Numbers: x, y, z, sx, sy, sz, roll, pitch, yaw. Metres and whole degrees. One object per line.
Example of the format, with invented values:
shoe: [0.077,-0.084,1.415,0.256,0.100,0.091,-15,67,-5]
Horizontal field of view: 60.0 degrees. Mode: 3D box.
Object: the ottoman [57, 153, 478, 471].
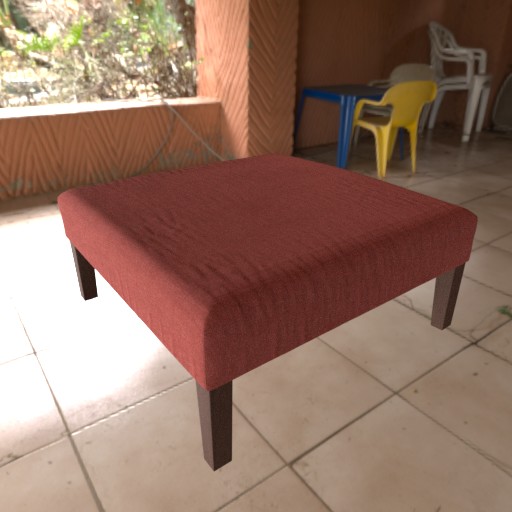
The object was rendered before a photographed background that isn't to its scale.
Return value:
ottoman: [0.000,0.000,1.372,0.889,0.411,0.890,-18,32,-33]
